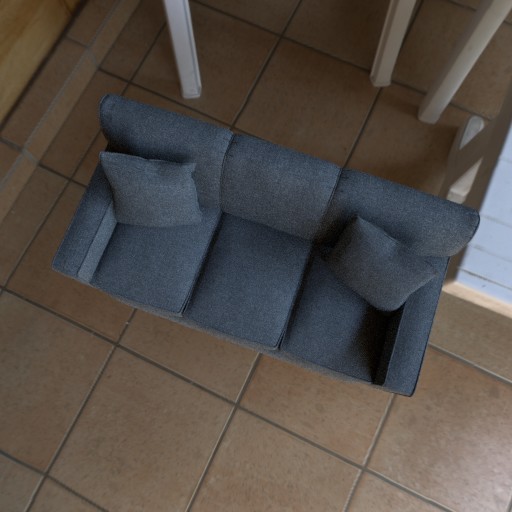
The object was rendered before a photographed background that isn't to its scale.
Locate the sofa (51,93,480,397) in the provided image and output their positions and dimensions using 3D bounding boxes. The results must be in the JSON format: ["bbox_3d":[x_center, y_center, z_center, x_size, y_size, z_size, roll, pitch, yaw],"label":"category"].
[{"bbox_3d":[0.000,0.000,2.541,2.024,0.958,0.997,19,77,4],"label":"sofa"}]
